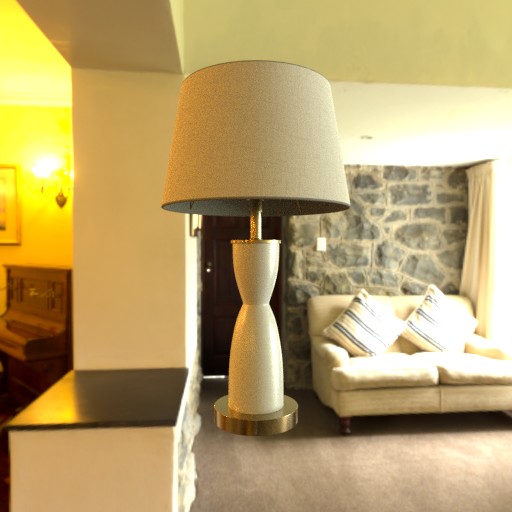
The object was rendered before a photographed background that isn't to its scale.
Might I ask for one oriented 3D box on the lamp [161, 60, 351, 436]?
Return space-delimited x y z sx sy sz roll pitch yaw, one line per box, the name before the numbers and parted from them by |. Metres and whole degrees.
lamp | 0.000 0.000 0.738 0.309 0.545 0.309 0 1 0
